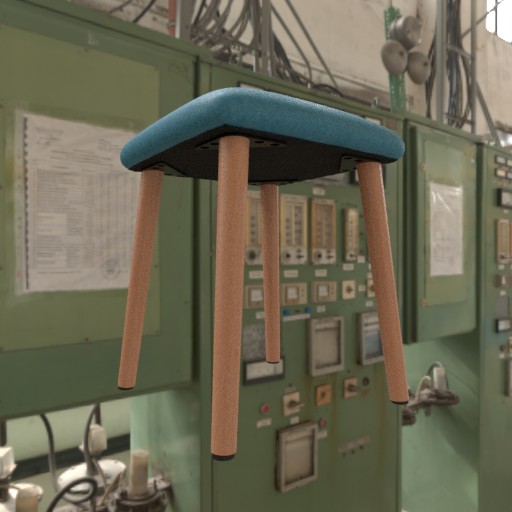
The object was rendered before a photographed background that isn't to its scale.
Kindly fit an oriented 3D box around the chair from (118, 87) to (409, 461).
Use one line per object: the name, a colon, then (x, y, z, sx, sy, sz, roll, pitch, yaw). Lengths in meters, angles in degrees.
chair: (0.000, 0.000, 0.719, 0.360, 0.450, 0.360, 0, 0, -36)
